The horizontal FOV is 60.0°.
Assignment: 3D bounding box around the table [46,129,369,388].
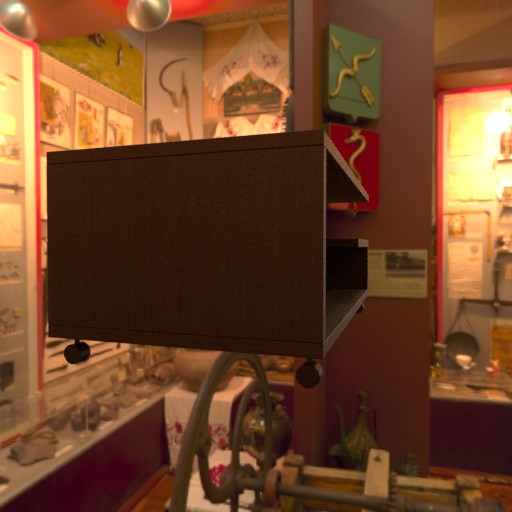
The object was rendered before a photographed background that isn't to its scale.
[{"bbox_3d":[0.000,0.000,1.350,0.590,0.460,1.050,0,1,18],"label":"table"}]
